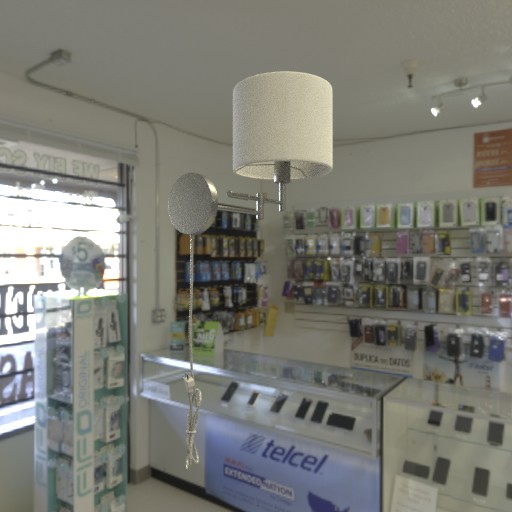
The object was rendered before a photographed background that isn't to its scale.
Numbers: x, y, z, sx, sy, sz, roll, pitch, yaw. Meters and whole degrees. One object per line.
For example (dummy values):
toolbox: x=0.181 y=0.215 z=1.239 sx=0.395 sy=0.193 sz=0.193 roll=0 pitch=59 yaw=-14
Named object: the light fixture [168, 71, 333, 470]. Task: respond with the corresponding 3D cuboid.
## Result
light fixture: x=0.000 y=0.000 z=1.044 sx=0.253 sy=0.842 sz=0.479 roll=0 pitch=0 yaw=37
